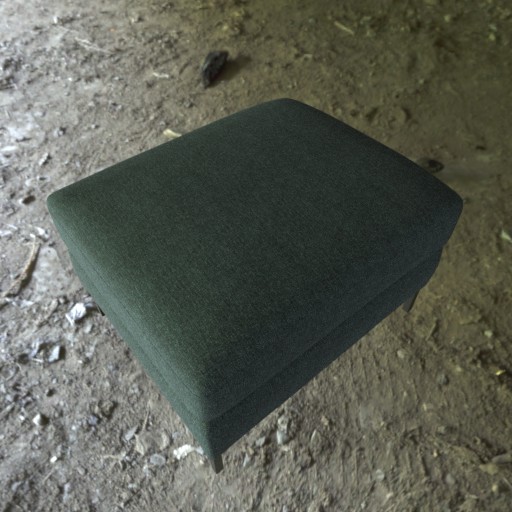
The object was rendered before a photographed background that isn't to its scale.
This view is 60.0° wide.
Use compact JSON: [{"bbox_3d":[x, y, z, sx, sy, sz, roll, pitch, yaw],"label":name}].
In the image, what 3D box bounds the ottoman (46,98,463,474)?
[{"bbox_3d":[0.000,0.000,1.257,0.831,0.533,0.695,-32,55,-26],"label":"ottoman"}]
